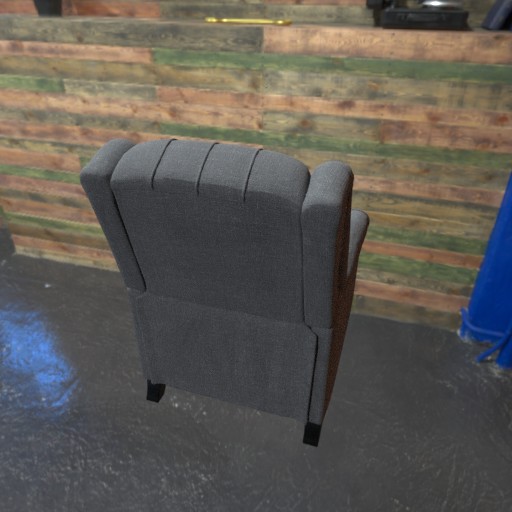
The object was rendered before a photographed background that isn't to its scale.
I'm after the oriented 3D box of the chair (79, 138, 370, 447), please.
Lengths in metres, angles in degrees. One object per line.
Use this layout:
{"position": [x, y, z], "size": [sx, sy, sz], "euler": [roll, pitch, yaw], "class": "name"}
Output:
{"position": [0.000, 0.000, 1.621], "size": [0.742, 1.035, 0.898], "euler": [10, 33, 15], "class": "chair"}
